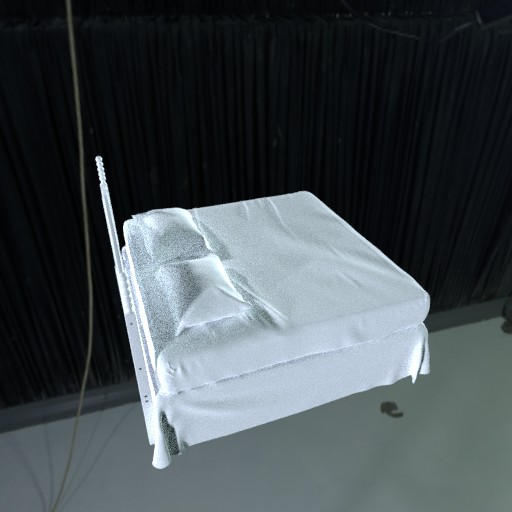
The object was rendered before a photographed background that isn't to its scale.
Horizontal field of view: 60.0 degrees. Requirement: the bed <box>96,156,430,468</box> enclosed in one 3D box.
[{"bbox_3d":[0.000,0.000,3.661,2.219,1.355,2.322,-11,34,-17],"label":"bed"}]
